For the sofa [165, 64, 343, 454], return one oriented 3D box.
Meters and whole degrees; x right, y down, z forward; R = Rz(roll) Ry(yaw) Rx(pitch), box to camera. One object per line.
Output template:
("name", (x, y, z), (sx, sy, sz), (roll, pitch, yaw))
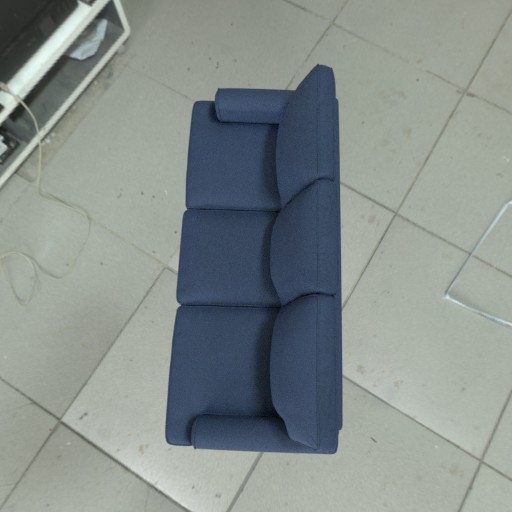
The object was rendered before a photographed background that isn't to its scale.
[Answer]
("sofa", (0.000, 0.000, 2.655), (0.951, 0.965, 2.158), (2, 75, 1))
